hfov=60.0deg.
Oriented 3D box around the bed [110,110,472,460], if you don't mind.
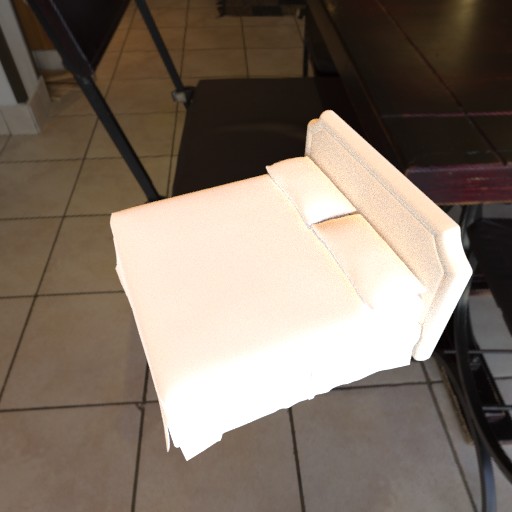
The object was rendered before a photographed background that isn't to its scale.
[{"bbox_3d":[0.000,0.000,3.584,2.204,1.301,2.160,-17,48,-16],"label":"bed"}]
